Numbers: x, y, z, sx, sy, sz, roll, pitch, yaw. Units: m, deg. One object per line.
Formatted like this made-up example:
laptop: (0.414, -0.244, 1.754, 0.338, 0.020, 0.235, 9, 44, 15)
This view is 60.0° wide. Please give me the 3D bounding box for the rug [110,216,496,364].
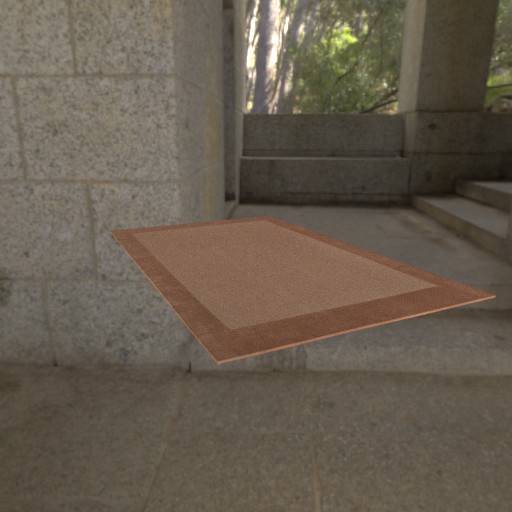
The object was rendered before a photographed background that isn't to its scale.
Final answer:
rug: (0.000, 0.000, 2.986, 1.524, 0.014, 2.438, -8, 18, -25)
